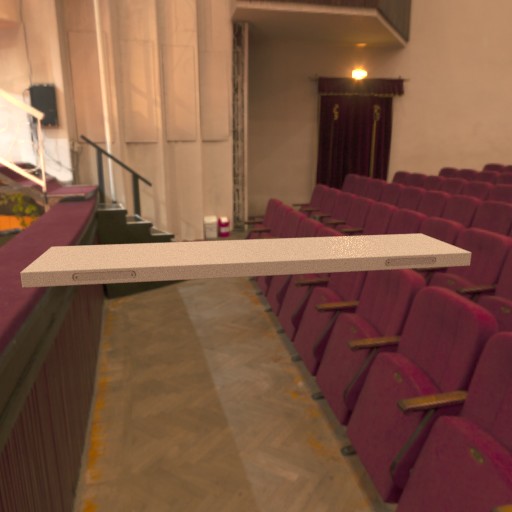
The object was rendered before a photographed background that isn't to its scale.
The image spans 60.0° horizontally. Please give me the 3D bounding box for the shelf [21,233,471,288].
[{"bbox_3d":[0.000,0.000,0.662,0.610,0.020,0.140,-2,15,-9],"label":"shelf"}]
